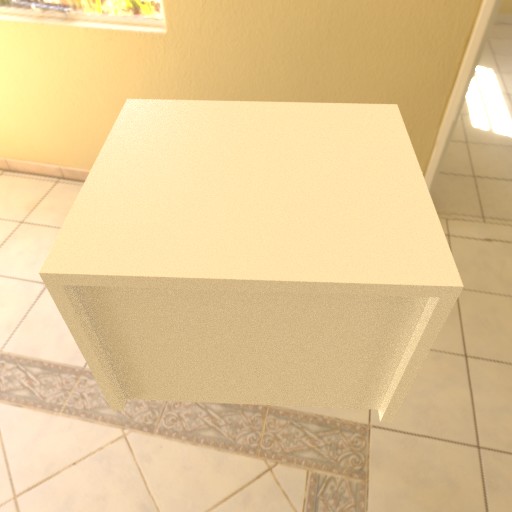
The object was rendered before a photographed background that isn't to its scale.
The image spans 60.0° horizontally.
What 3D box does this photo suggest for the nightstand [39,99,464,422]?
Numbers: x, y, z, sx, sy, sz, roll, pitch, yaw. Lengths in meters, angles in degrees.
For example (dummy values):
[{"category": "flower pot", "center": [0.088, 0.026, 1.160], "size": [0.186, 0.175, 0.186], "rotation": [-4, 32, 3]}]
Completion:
[{"category": "nightstand", "center": [0.000, 0.000, 0.756], "size": [0.470, 0.351, 0.408], "rotation": [2, 46, 2]}]
